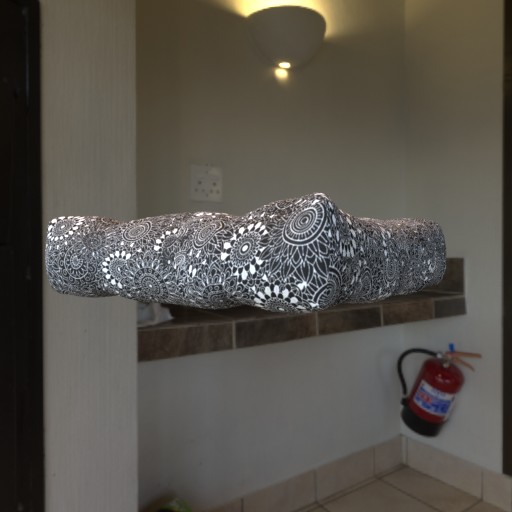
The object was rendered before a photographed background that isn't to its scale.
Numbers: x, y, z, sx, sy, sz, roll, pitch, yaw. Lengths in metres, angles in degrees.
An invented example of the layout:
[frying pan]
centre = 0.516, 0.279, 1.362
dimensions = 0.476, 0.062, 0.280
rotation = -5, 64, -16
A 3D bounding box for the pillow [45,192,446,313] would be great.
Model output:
[pillow]
centre = 0.000, 0.000, 0.717
dimensions = 0.490, 0.128, 0.468
rotation = 0, 1, 36
